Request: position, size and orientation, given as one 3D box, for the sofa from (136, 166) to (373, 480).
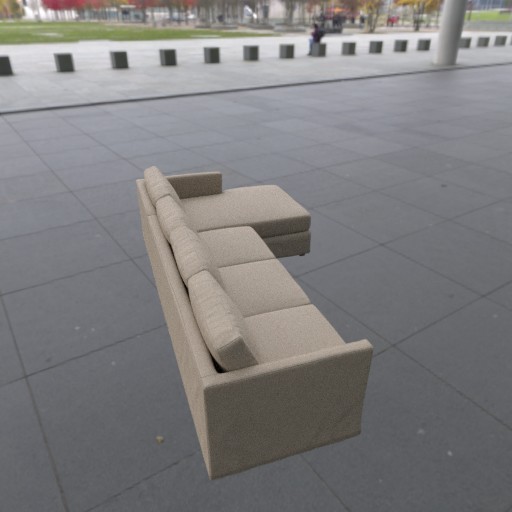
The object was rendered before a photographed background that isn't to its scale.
[{"bbox_3d":[0.000,0.000,3.732,1.622,0.867,3.177,-9,30,-17],"label":"sofa"}]
